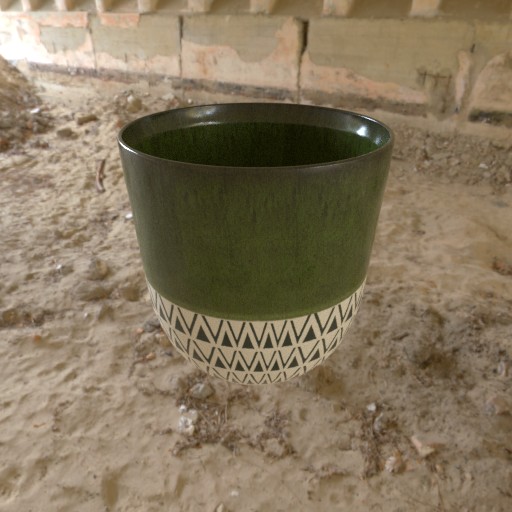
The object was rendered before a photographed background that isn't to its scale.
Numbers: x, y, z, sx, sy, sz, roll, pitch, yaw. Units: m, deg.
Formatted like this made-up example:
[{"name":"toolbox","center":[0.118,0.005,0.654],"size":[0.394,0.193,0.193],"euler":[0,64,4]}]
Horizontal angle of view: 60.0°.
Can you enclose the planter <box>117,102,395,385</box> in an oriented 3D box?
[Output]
[{"name":"planter","center":[0.000,0.000,0.469],"size":[0.245,0.270,0.245],"euler":[0,29,0]}]
